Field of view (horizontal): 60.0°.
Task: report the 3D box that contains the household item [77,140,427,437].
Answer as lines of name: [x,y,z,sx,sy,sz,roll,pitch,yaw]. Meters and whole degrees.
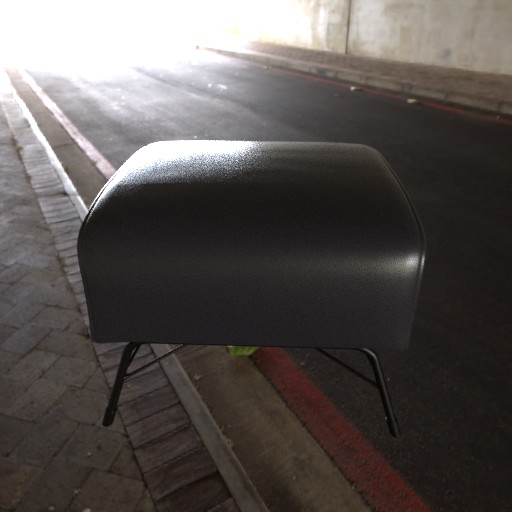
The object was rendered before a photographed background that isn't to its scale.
household item: [0.000,0.000,0.906,0.530,0.410,0.530,1,30,2]
